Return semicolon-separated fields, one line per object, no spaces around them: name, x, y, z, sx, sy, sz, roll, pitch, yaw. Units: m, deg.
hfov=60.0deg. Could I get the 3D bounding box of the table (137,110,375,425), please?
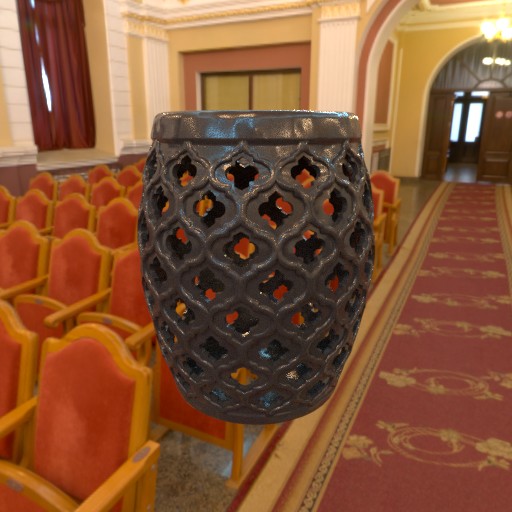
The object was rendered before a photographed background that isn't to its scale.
table;0.000;0.000;0.632;0.325;0.388;0.325;0;16;0
